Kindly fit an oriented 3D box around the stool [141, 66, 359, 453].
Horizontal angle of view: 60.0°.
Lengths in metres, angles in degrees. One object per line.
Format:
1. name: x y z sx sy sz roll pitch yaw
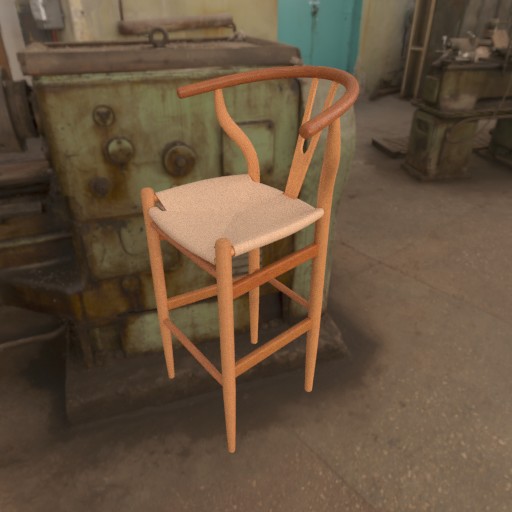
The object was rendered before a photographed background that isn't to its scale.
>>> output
1. stool: 0.000 0.000 1.406 0.561 1.068 0.574 -21 37 -32
